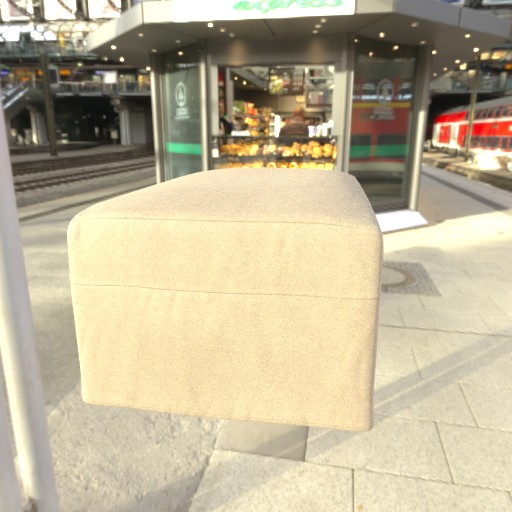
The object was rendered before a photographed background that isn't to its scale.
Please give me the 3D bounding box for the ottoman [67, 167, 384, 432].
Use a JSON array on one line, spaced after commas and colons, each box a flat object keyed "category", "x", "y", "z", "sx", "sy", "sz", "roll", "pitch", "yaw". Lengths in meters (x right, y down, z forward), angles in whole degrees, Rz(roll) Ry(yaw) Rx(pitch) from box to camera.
[{"category": "ottoman", "x": 0.000, "y": 0.000, "z": 1.183, "sx": 0.590, "sy": 0.444, "sz": 0.872, "roll": 3, "pitch": 16, "yaw": 9}]
